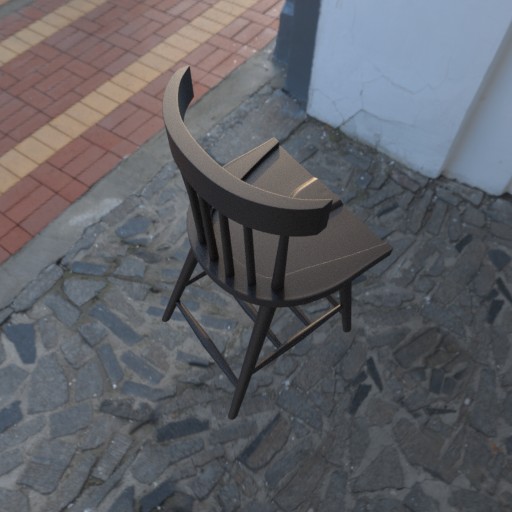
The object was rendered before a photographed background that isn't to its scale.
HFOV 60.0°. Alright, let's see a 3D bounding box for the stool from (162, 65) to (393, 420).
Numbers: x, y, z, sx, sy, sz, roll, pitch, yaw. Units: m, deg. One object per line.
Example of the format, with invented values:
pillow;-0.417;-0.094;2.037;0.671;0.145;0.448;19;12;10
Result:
stool;0.000;0.000;1.244;0.549;0.953;0.494;-32;63;-18
